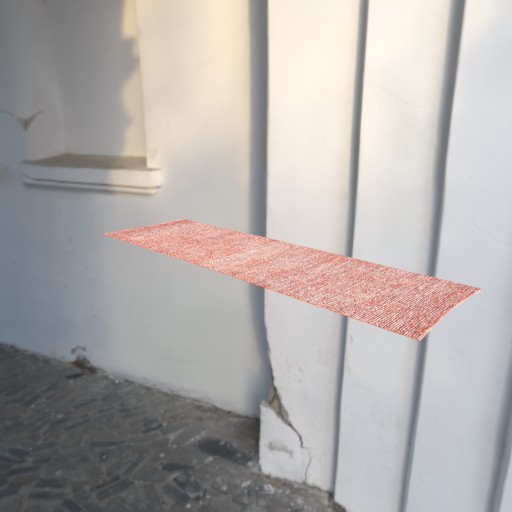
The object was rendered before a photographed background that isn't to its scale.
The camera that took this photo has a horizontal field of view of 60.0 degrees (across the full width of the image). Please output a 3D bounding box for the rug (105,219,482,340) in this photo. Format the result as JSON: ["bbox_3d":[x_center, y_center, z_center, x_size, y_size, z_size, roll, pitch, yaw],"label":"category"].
[{"bbox_3d":[0.000,0.000,2.654,2.353,0.013,0.718,15,23,42],"label":"rug"}]
